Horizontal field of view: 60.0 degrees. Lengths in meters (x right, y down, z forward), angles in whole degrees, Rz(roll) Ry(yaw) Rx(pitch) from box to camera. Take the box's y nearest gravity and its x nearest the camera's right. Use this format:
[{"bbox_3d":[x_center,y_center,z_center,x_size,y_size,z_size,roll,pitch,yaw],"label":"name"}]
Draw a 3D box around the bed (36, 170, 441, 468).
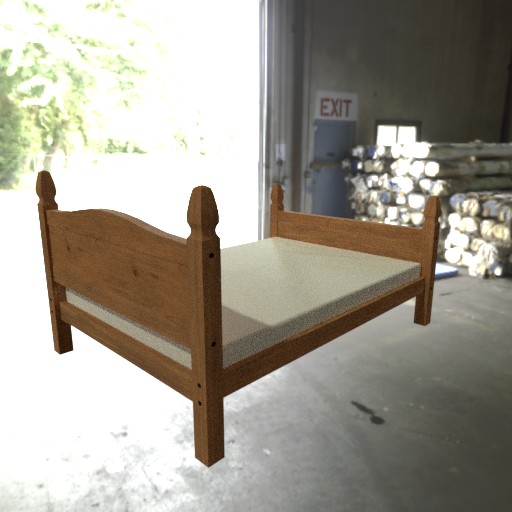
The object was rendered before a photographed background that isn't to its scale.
[{"bbox_3d":[0.000,0.000,2.835,1.490,1.100,2.069,13,19,43],"label":"bed"}]
